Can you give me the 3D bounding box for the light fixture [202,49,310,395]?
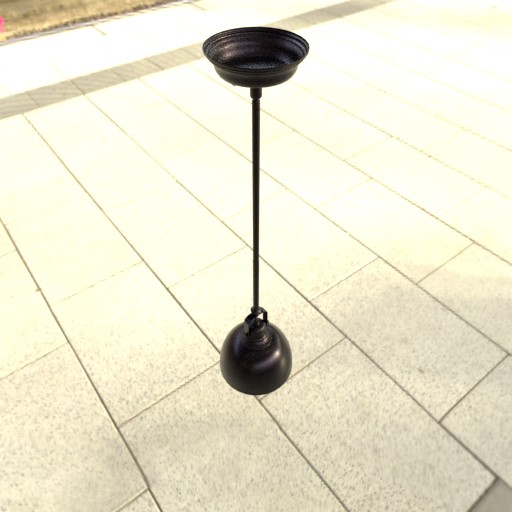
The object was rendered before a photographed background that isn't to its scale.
[{"bbox_3d":[0.000,0.000,0.839,0.182,0.768,0.182,-31,53,-26],"label":"light fixture"}]
